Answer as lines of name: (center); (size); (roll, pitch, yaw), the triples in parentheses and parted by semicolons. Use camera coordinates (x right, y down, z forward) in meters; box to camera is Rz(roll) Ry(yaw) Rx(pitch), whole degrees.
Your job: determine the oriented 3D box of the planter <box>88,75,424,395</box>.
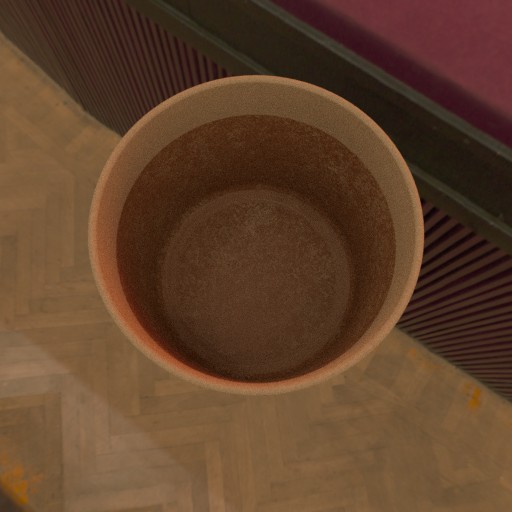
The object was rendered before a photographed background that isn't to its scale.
planter: (0.000, 0.000, 0.275); (0.159, 0.138, 0.159); (0, 75, 0)
